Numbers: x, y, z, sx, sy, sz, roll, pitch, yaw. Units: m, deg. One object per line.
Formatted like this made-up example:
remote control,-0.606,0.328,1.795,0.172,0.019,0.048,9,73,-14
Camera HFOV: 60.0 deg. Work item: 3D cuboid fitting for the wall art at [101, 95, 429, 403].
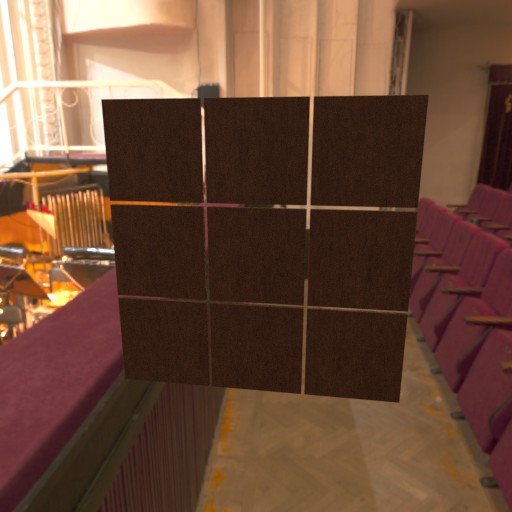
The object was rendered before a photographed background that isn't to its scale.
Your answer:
wall art,0.000,0.000,1.351,0.915,0.914,0.013,2,15,9
